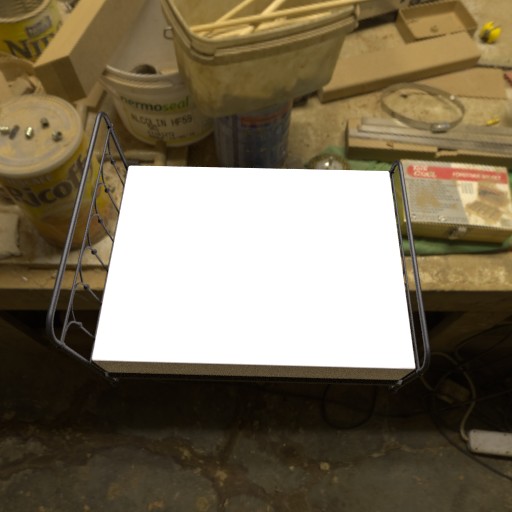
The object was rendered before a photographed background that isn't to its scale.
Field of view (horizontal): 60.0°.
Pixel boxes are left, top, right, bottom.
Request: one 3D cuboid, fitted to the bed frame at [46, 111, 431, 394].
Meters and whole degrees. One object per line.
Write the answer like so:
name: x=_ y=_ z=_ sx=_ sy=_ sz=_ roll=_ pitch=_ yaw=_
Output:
bed frame: x=0.000 y=0.000 z=3.189 sx=2.203 sy=1.276 sz=1.664 roll=1 pitch=63 yaw=1
